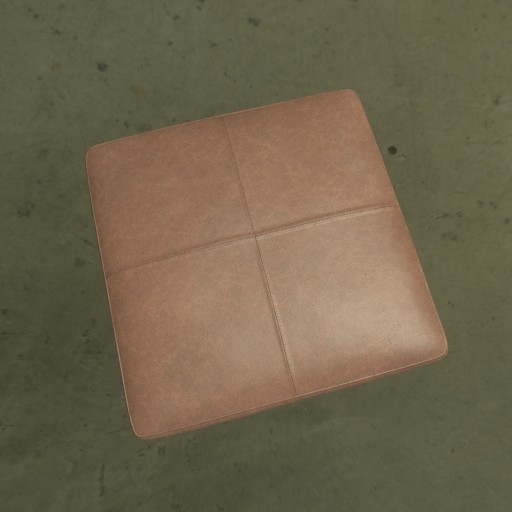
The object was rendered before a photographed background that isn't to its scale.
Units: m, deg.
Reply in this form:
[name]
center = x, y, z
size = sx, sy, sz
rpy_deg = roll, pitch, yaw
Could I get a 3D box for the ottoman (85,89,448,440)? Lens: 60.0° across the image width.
[ottoman]
center = 0.000, 0.000, 1.817
size = 1.168, 0.490, 1.168
rpy_deg = -14, 76, -4
